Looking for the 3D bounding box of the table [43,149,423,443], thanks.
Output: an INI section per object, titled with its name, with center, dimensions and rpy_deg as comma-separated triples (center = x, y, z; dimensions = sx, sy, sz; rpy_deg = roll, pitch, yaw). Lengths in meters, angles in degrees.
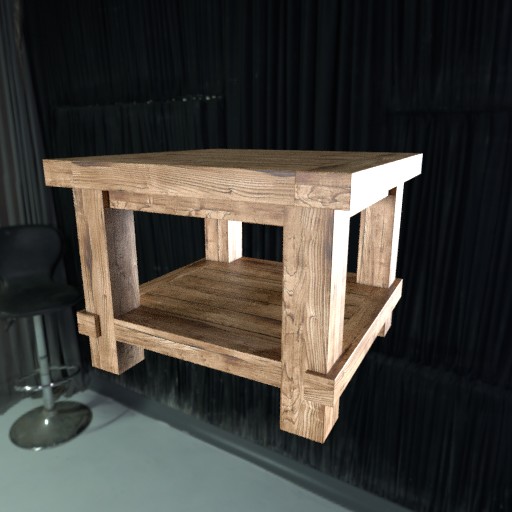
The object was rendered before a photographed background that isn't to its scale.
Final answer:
[table]
center = 0.000, 0.000, 1.038
dimensions = 0.610, 0.457, 0.610
rpy_deg = 8, 18, 27
